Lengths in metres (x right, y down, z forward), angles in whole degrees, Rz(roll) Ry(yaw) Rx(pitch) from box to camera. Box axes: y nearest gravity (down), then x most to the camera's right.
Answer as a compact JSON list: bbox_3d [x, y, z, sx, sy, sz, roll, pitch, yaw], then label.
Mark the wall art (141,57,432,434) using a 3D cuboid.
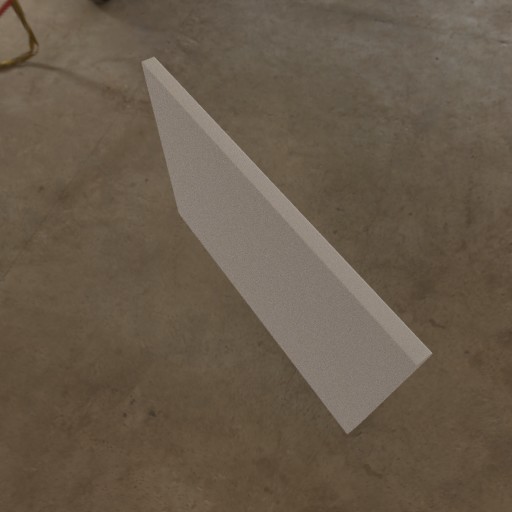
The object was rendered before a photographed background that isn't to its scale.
[{"bbox_3d":[0.000,0.000,1.125,0.038,0.601,0.898,-31,64,-17],"label":"wall art"}]
